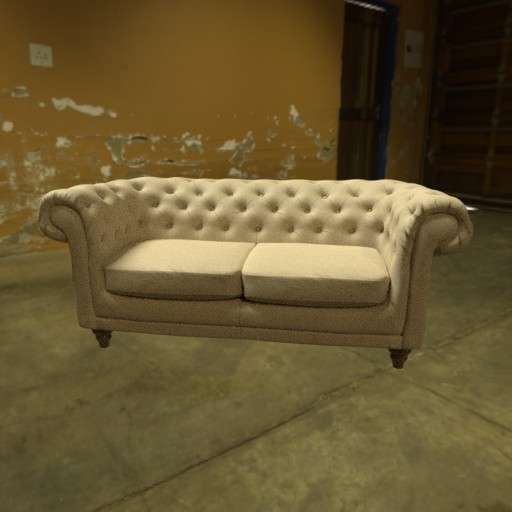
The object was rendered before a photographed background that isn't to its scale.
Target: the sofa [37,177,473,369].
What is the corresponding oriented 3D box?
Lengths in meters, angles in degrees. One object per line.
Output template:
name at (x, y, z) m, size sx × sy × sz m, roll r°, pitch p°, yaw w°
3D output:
sofa at (0.000, 0.000, 2.519) m, size 1.988 × 0.835 × 1.069 m, roll 2°, pitch 15°, yaw 8°
